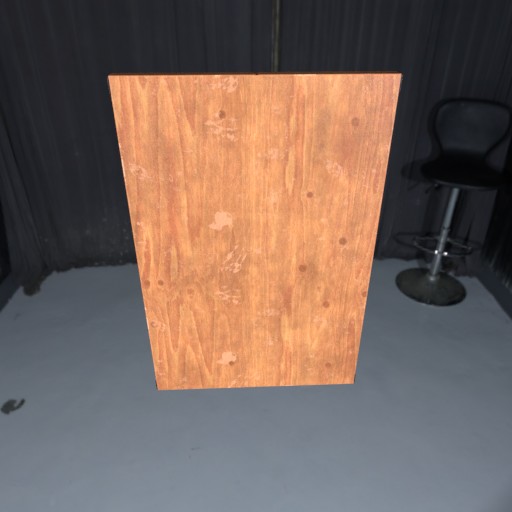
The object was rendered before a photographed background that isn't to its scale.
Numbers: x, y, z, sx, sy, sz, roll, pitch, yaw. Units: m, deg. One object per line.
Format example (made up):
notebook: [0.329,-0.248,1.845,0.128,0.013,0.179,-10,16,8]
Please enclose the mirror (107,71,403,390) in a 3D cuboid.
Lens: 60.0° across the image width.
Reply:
mirror: [0.000,0.000,0.985,0.517,0.761,0.053,-1,31,-2]
